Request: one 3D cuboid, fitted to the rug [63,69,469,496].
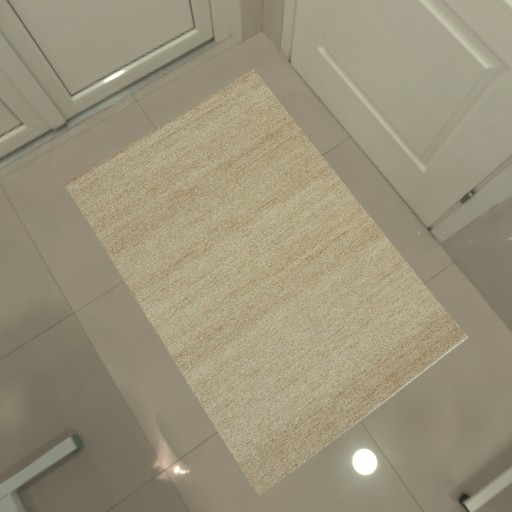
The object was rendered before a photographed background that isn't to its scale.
[{"bbox_3d":[0.000,0.000,2.858,1.574,0.029,2.346,-33,78,-8],"label":"rug"}]
